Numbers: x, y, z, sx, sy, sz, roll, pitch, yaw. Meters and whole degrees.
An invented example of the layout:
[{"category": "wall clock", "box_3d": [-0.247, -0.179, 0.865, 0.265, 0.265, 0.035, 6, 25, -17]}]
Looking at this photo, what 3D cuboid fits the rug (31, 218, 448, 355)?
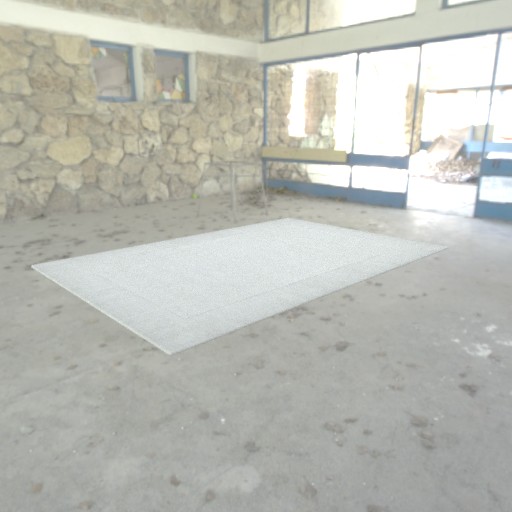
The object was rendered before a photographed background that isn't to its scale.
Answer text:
[{"category": "rug", "box_3d": [0.000, 0.000, 2.308, 1.829, 0.013, 1.219, -14, 21, -41]}]
